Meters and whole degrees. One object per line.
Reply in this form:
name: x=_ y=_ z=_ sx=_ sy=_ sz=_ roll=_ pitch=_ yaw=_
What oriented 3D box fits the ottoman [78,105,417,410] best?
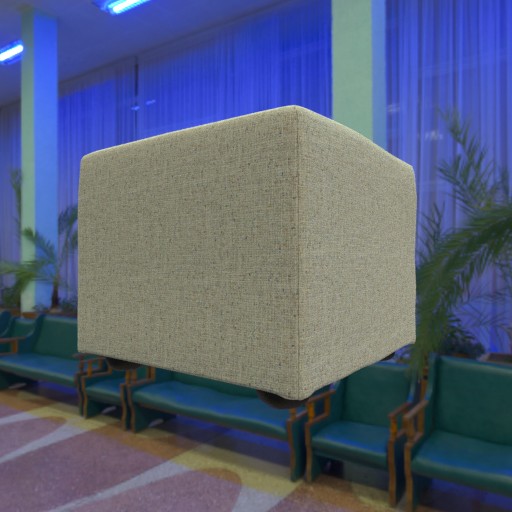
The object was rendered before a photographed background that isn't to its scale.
ottoman: x=0.000 y=0.000 z=0.923 sx=0.521 sy=0.453 sz=0.512 roll=0 pitch=0 yaw=36
